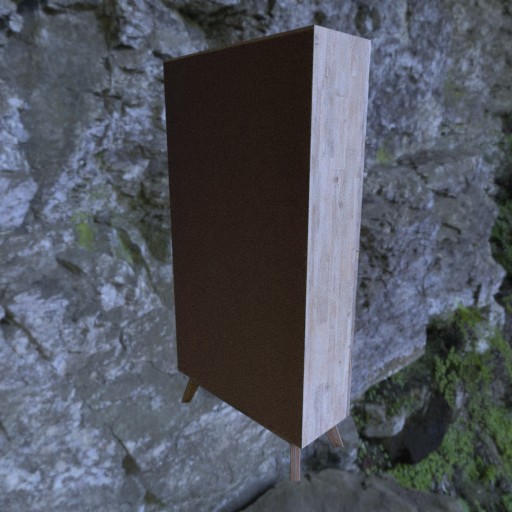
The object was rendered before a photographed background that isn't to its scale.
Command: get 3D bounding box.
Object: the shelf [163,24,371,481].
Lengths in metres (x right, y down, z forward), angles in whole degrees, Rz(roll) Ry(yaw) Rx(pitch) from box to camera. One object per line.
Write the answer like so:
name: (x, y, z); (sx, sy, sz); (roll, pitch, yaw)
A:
shelf: (0.000, 0.000, 1.727); (0.308, 1.471, 0.748); (-13, 20, -42)
